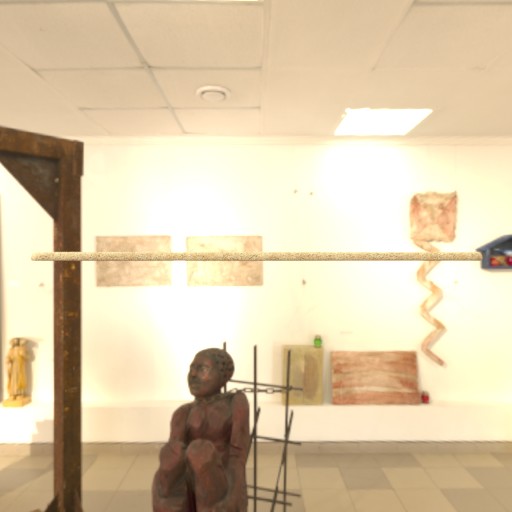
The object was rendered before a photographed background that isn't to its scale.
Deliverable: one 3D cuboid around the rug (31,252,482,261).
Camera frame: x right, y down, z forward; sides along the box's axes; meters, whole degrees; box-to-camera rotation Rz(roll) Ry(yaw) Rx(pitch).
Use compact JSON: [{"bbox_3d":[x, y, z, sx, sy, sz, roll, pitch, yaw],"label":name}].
[{"bbox_3d":[0.000,0.000,3.407,2.528,0.048,2.009,0,0,0],"label":"rug"}]
